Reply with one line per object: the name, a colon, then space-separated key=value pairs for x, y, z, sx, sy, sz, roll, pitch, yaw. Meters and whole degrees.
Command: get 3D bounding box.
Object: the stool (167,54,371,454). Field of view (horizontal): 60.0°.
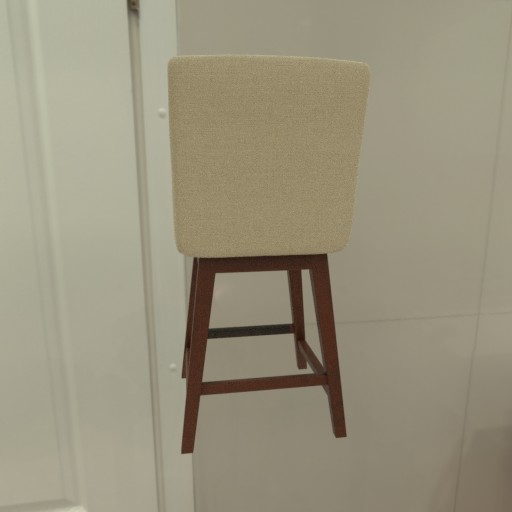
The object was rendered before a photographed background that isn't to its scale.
stool: x=0.000 y=0.000 z=1.301 sx=0.469 sy=0.991 sz=0.559 roll=-2 pitch=13 yaw=-9
